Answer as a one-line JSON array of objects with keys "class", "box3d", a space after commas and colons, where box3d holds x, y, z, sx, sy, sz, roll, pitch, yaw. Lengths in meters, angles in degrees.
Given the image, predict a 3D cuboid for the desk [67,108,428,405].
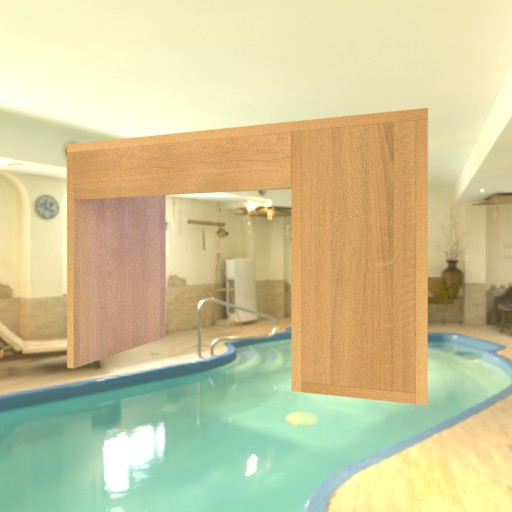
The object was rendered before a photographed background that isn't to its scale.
[{"class": "desk", "box3d": [0.000, 0.000, 1.551, 1.100, 0.731, 0.600, 0, 0, 19]}]
